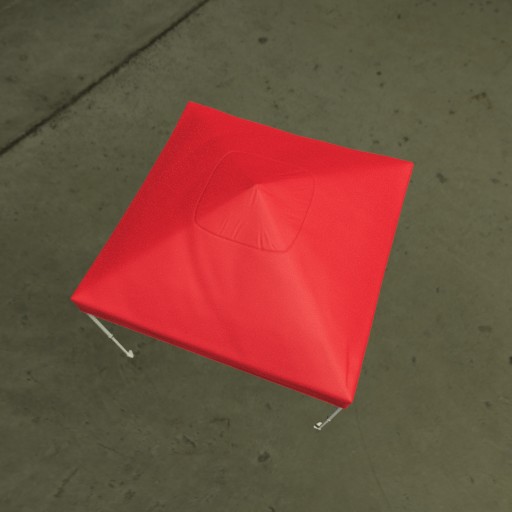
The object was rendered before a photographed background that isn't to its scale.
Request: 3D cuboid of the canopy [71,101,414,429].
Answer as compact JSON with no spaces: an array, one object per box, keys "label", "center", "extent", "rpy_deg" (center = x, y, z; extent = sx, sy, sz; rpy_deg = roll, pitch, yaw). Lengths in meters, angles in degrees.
[{"label":"canopy","center":[0.000,0.000,5.604],"extent":[2.996,2.997,2.998],"rpy_deg":[18,64,9]}]
